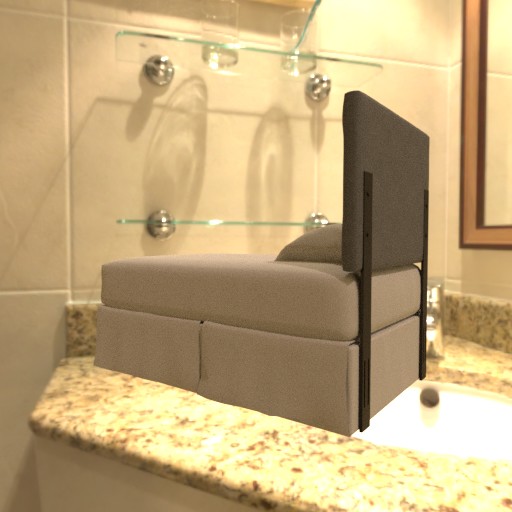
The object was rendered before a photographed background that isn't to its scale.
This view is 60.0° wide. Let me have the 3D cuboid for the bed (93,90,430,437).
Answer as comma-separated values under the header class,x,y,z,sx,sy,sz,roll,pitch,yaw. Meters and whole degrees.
class,x,y,z,sx,sy,sz,roll,pitch,yaw
bed,0.000,0.000,3.024,1.997,1.571,1.261,2,3,36
